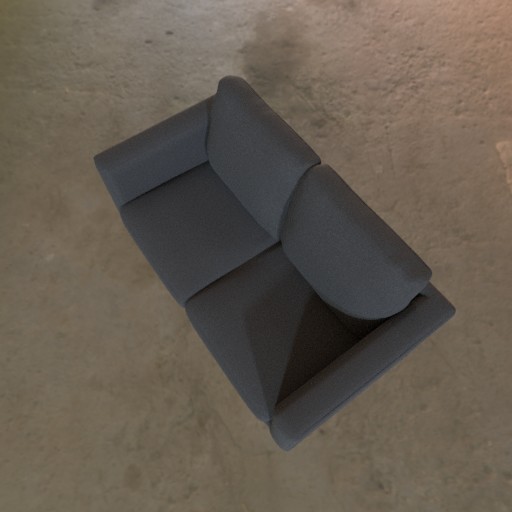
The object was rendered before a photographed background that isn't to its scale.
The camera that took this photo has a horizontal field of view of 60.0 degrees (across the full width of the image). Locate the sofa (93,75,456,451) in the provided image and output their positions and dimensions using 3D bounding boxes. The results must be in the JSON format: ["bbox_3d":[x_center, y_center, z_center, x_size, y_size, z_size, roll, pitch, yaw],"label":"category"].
[{"bbox_3d":[0.000,0.000,1.972,0.796,0.908,1.430,-33,68,-15],"label":"sofa"}]
